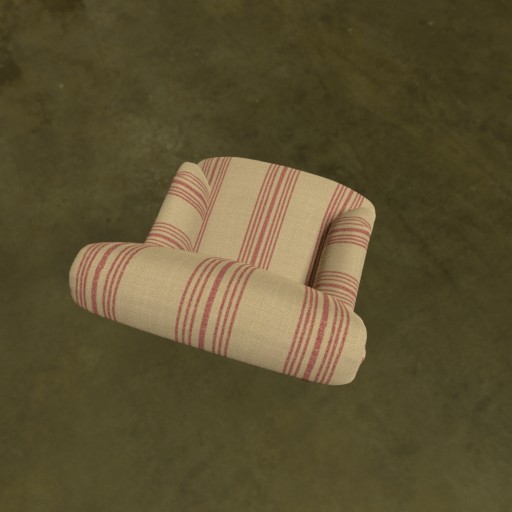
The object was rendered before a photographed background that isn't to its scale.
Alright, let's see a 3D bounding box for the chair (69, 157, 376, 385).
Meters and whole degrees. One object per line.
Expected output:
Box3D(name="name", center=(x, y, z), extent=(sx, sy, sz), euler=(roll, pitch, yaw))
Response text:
Box3D(name="chair", center=(0.000, 0.000, 1.879), extent=(0.933, 1.123, 1.058), euler=(15, 65, 7))
